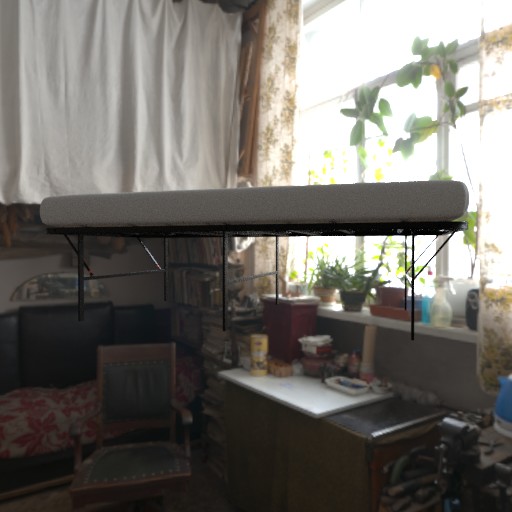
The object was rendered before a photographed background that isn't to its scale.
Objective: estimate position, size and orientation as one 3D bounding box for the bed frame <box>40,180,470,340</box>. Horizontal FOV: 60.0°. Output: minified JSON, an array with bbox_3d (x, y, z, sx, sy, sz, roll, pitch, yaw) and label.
[{"bbox_3d":[0.000,0.000,2.314,1.903,0.619,0.989,0,1,17],"label":"bed frame"}]
